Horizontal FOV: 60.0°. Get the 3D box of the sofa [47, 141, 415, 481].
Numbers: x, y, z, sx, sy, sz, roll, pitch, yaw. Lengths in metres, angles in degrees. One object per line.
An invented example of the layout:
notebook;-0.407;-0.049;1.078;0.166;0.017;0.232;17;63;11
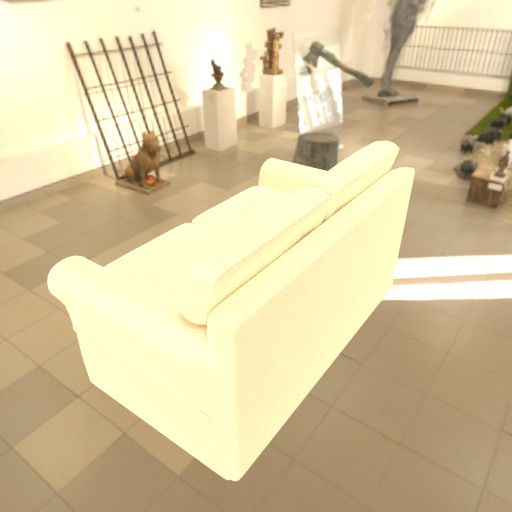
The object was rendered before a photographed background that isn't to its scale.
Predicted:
sofa;0.000;0.000;2.284;0.991;0.940;1.727;21;38;30
